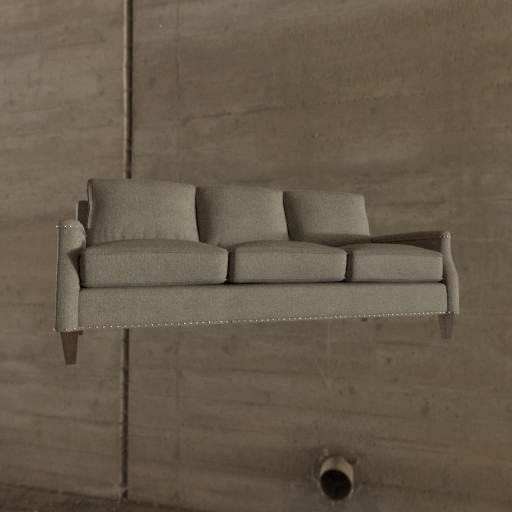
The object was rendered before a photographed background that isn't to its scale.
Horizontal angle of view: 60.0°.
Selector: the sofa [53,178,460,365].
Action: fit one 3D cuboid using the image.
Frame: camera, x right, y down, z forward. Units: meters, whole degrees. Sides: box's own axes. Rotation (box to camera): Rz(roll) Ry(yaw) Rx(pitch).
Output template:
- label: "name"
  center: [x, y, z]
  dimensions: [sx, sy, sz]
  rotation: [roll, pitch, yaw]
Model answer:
- label: "sofa"
  center: [0.000, 0.000, 2.794]
  dimensions: [2.246, 1.003, 1.084]
  rotation: [0, -1, -19]
